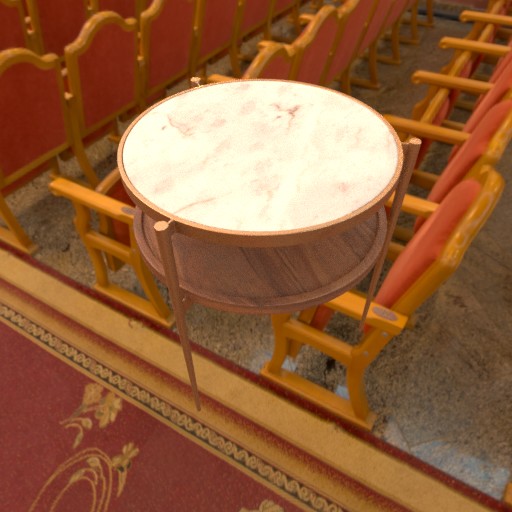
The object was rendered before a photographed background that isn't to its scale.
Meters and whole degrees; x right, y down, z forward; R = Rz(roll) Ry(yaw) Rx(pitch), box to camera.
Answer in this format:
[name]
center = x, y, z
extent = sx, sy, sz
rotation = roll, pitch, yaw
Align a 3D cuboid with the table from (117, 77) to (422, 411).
[table]
center = 0.000, 0.000, 0.836
extent = 0.430, 0.493, 0.456
rotation = 24, 50, 21
